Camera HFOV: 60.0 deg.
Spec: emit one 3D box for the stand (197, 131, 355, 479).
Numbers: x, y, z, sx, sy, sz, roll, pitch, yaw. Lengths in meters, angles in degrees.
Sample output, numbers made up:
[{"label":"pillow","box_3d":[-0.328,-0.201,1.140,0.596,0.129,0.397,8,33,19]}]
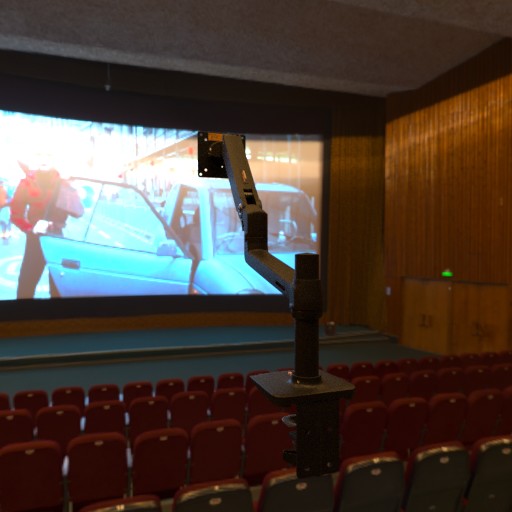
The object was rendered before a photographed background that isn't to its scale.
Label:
[{"label":"stand","box_3d":[0.000,0.000,1.022,0.152,0.713,0.650,-1,2,-19]}]
